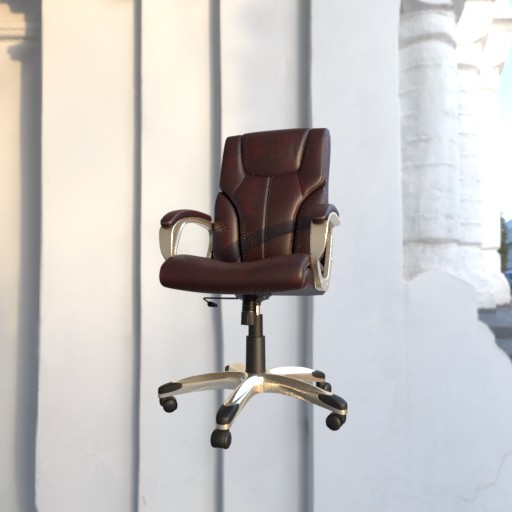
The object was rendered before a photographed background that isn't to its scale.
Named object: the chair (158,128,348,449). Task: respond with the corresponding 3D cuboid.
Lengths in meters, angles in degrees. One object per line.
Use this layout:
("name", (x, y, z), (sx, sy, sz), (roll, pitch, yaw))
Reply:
("chair", (0.000, 0.000, 1.600), (0.662, 1.107, 0.739), (0, -2, 17))
